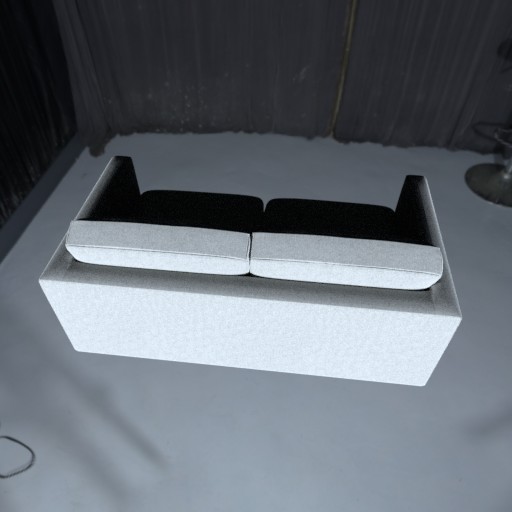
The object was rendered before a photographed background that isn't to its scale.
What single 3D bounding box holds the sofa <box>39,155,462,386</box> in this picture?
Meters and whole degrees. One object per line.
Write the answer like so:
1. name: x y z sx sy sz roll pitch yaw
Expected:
1. sofa: 0.000 0.000 2.318 1.731 0.900 1.000 5 46 4
